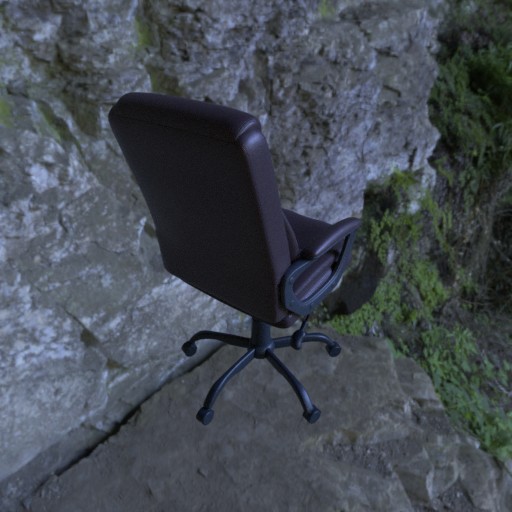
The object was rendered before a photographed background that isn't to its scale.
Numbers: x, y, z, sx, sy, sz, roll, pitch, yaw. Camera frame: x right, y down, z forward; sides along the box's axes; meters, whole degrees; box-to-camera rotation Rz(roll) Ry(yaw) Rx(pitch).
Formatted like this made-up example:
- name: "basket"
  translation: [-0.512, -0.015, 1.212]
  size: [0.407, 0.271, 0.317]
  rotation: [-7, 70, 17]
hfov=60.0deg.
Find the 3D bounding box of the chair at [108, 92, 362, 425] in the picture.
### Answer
- name: "chair"
  translation: [0.000, 0.000, 1.454]
  size: [0.615, 1.072, 0.655]
  rotation: [22, 37, 32]
